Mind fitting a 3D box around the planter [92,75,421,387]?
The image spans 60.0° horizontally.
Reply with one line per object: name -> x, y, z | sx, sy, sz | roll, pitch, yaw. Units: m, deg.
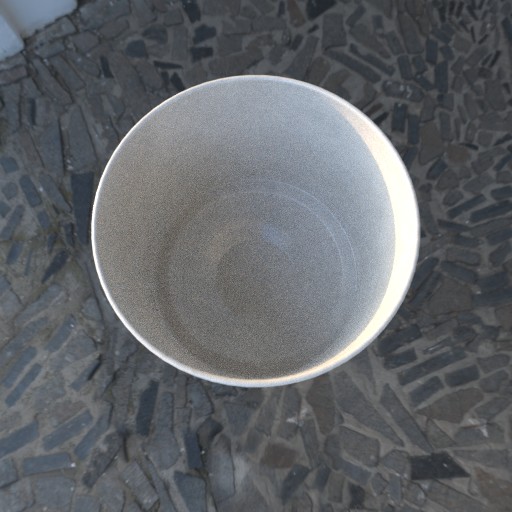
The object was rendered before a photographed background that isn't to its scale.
planter -> 0.000, 0.000, 0.343 | 0.190, 0.181, 0.190 | 0, 75, 0
